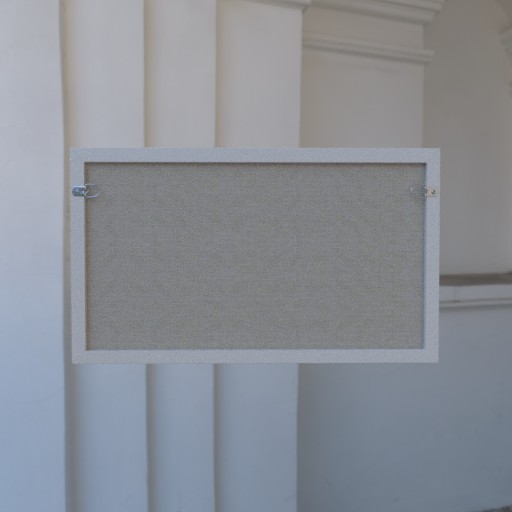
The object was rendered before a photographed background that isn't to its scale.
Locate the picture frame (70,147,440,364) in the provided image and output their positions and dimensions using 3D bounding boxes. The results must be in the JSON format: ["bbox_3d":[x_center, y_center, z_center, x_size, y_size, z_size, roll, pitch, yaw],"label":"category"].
[{"bbox_3d":[0.000,0.000,0.797,0.647,0.379,0.044,0,1,-1],"label":"picture frame"}]
